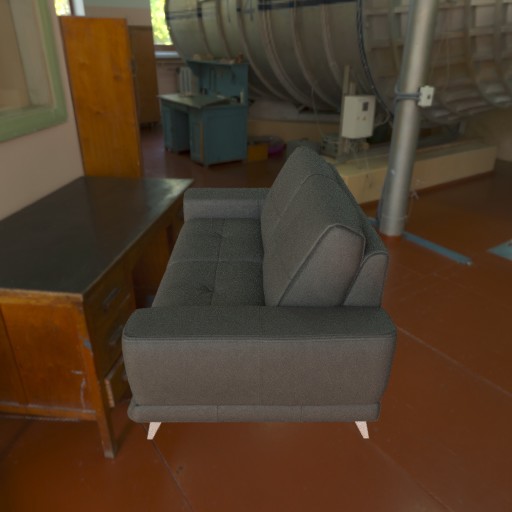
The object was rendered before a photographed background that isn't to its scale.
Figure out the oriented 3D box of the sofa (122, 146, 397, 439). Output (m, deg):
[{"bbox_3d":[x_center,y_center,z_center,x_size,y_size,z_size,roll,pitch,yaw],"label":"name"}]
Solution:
[{"bbox_3d":[0.000,0.000,2.391,1.018,0.907,1.806,0,26,0],"label":"sofa"}]
